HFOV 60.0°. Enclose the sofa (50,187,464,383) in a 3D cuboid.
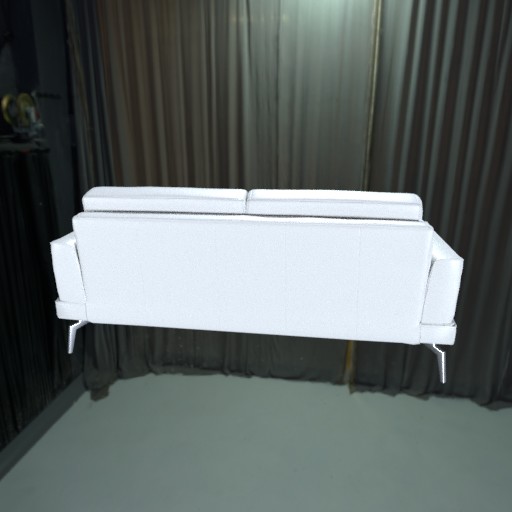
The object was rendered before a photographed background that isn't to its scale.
[{"bbox_3d":[0.000,0.000,2.762,2.177,0.930,1.121,2,17,8],"label":"sofa"}]
